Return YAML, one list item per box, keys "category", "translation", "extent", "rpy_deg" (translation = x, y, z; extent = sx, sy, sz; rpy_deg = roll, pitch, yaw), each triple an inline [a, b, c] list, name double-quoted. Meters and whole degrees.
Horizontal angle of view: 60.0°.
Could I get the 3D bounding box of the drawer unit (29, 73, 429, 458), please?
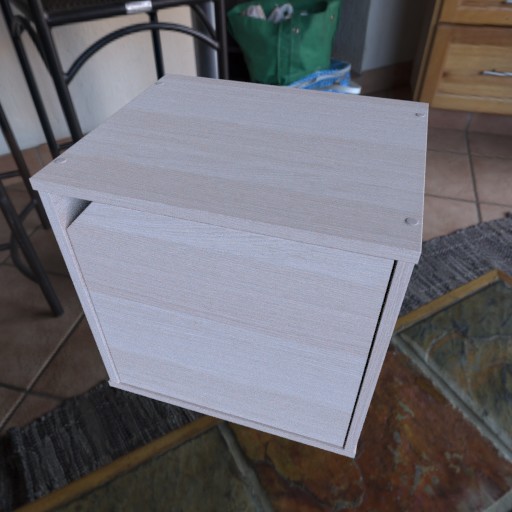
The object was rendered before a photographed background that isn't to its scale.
- category: "drawer unit"
  translation: [0.000, 0.000, 0.587]
  extent: [0.349, 0.344, 0.290]
  rpy_deg: [12, 43, 13]
